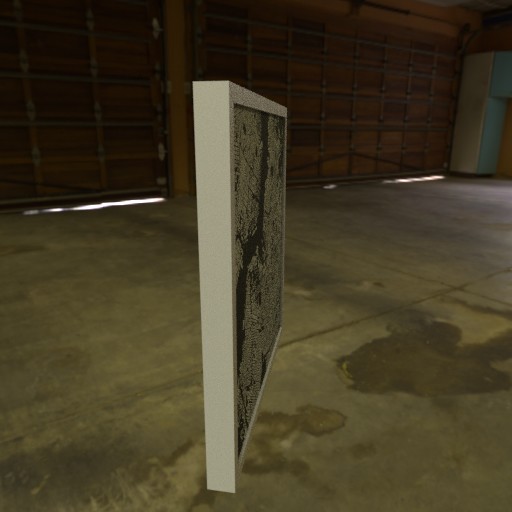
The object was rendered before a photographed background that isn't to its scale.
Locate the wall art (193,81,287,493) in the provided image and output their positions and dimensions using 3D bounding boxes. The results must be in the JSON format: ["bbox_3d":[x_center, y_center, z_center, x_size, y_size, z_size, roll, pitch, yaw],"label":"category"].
[{"bbox_3d":[0.000,0.000,0.757,0.038,0.506,0.506,3,16,10],"label":"wall art"}]
